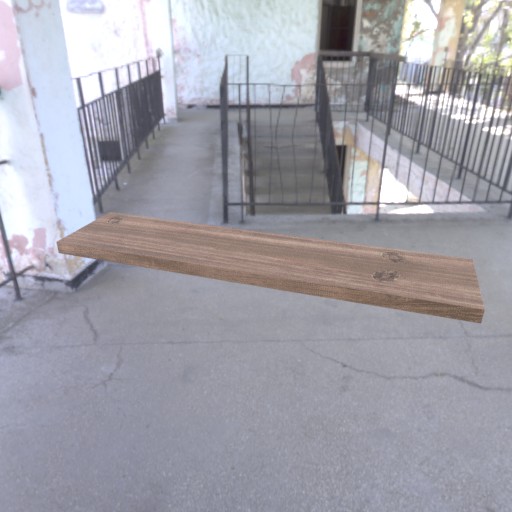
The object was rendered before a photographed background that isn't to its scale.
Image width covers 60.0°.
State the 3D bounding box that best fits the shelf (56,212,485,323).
[{"bbox_3d":[0.000,0.000,0.667,0.610,0.020,0.140,8,27,17],"label":"shelf"}]
